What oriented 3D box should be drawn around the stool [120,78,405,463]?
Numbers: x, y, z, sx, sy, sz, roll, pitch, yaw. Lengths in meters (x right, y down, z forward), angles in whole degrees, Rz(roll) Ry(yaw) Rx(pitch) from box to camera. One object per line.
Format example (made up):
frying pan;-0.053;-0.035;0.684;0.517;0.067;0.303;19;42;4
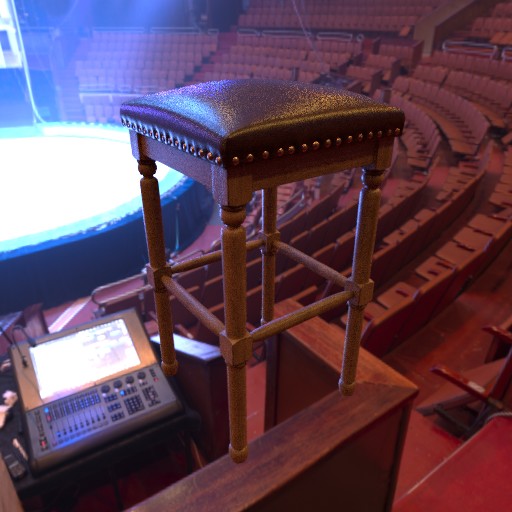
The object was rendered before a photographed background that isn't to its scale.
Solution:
stool;0.000;0.000;0.947;0.382;0.702;0.383;-18;32;-32
